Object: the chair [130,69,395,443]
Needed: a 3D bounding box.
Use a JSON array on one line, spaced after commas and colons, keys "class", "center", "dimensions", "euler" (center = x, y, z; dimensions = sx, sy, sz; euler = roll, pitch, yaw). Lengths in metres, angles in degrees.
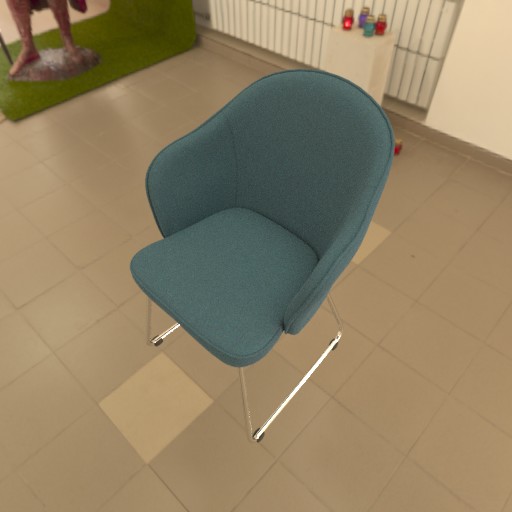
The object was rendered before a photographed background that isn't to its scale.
[{"class": "chair", "center": [0.000, 0.000, 1.211], "dimensions": [0.570, 0.815, 0.585], "euler": [34, 56, 28]}]
